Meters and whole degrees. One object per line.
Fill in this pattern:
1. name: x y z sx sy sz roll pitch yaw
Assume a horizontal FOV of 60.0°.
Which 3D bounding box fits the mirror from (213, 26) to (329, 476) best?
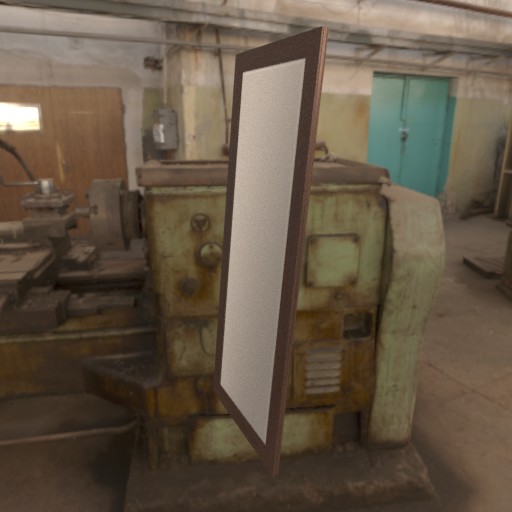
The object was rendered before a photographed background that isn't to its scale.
1. mirror: 0.000 0.000 2.289 0.221 2.020 0.812 -8 19 -25
